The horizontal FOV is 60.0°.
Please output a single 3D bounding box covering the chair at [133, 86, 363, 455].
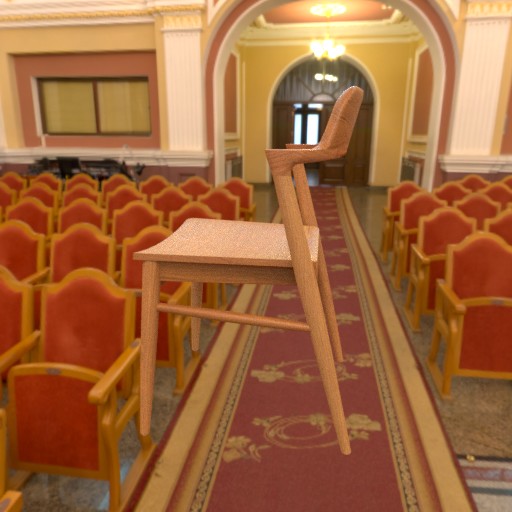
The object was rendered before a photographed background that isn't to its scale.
[{"bbox_3d":[0.000,0.000,1.141,0.499,0.792,0.512,2,16,8],"label":"chair"}]
